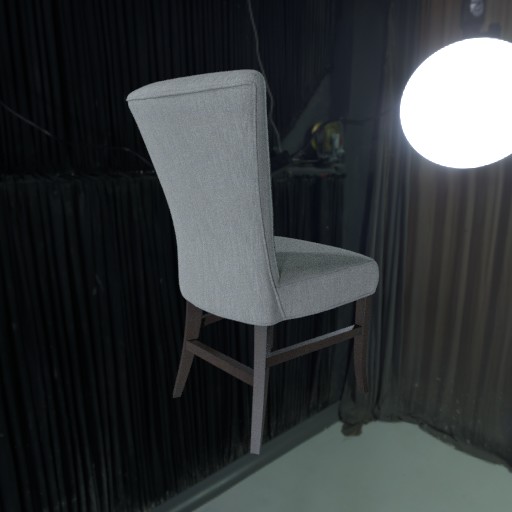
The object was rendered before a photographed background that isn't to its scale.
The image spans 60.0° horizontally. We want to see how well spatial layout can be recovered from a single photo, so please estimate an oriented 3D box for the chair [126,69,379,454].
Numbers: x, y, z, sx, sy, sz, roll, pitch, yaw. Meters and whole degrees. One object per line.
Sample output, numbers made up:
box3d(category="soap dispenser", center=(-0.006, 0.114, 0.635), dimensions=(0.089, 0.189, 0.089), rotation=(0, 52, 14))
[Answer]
box3d(category="chair", center=(0.000, 0.000, 1.385), dimensions=(0.660, 0.991, 0.520), rotation=(-13, 19, -42))
